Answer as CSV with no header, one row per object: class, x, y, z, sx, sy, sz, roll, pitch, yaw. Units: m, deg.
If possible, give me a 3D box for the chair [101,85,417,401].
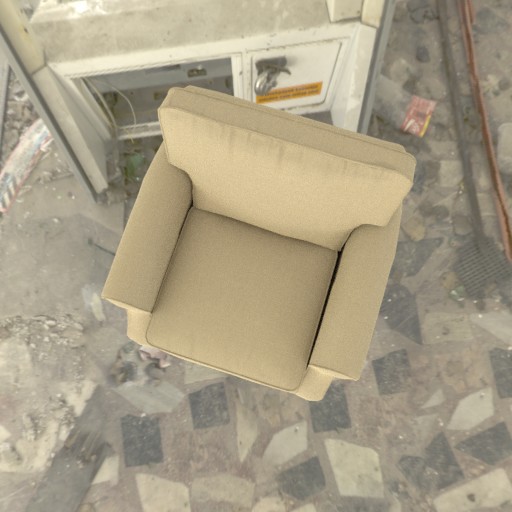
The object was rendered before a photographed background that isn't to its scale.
chair,0.000,0.000,1.796,1.029,0.967,0.966,17,77,4
